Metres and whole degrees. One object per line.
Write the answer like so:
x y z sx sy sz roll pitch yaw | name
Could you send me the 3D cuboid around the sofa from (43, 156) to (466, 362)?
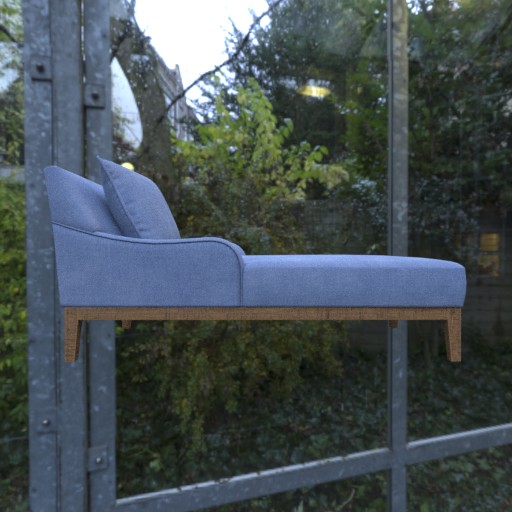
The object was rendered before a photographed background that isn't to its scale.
0.000 0.000 2.287 1.779 0.883 0.904 0 0 0 | sofa
